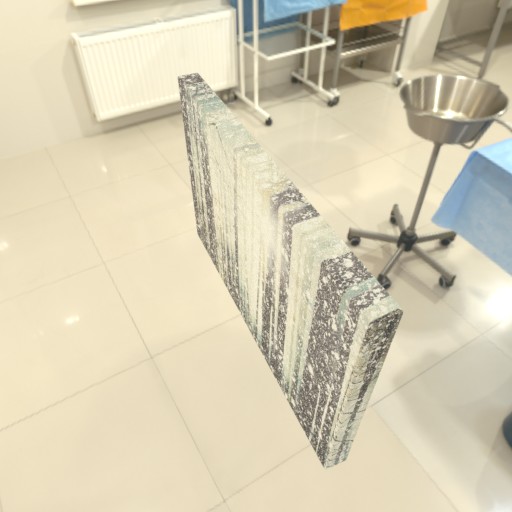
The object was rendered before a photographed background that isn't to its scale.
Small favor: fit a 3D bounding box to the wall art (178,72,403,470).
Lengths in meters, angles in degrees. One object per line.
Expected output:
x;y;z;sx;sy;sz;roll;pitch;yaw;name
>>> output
0.000;0.000;0.773;0.042;0.398;0.618;-18;48;-17;wall art
